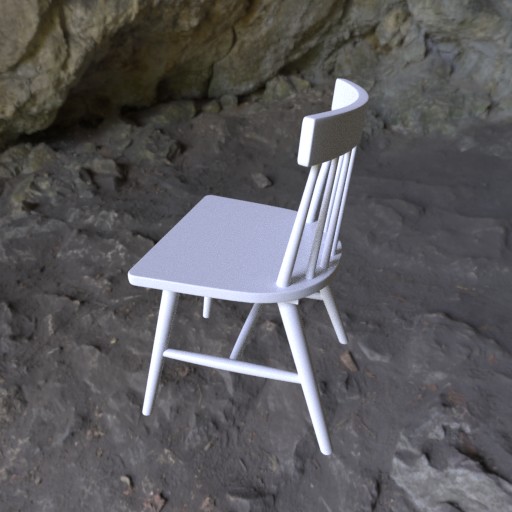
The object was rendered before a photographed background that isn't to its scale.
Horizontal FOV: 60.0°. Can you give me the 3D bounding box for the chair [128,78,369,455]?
[{"bbox_3d":[0.000,0.000,1.112,0.500,0.787,0.483,8,30,13],"label":"chair"}]
